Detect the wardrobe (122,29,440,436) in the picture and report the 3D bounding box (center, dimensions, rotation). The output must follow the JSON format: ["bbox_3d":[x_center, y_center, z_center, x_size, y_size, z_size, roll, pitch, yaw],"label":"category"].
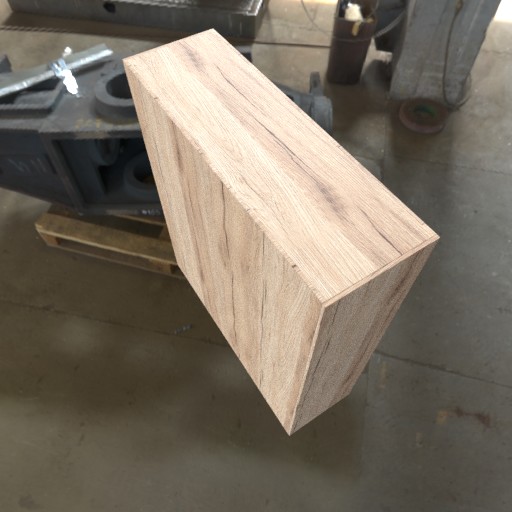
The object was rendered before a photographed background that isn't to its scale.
[{"bbox_3d":[0.000,0.000,2.950,0.580,2.070,1.810,-28,61,-18],"label":"wardrobe"}]
